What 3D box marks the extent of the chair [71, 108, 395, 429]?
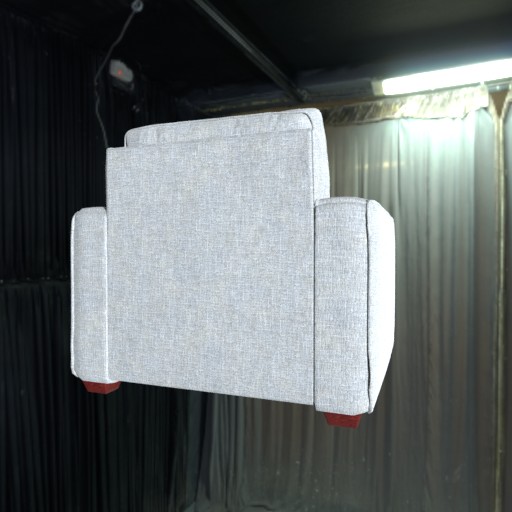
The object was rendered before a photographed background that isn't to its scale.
[{"bbox_3d":[0.000,0.000,1.738,1.016,0.914,0.940,0,1,20],"label":"chair"}]
